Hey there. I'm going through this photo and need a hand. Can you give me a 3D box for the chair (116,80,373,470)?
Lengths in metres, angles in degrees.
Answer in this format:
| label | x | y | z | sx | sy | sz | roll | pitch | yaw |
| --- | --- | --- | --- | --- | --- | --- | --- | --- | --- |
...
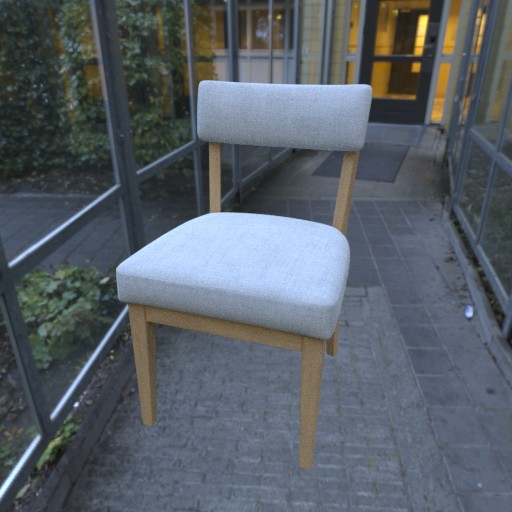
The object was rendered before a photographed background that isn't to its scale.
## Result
| label | x | y | z | sx | sy | sz | roll | pitch | yaw |
| --- | --- | --- | --- | --- | --- | --- | --- | --- | --- |
| chair | 0.000 | 0.000 | 1.182 | 0.508 | 0.832 | 0.572 | 8 | 27 | 16 |
